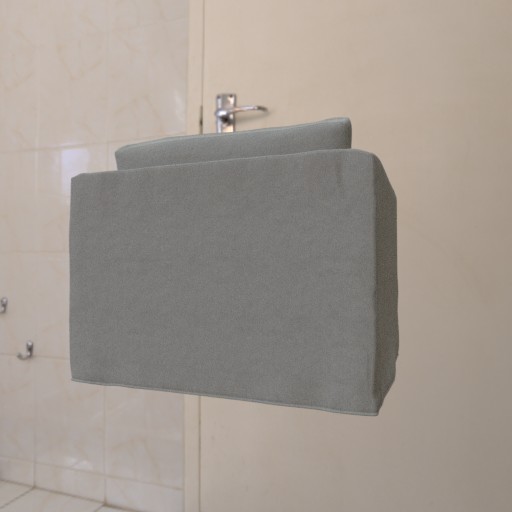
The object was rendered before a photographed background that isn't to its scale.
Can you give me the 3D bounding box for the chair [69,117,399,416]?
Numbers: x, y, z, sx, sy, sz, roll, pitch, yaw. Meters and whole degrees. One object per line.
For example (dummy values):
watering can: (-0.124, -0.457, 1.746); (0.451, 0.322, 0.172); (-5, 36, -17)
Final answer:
chair: (0.000, 0.000, 1.760); (1.057, 0.863, 0.949); (-1, -1, 21)
